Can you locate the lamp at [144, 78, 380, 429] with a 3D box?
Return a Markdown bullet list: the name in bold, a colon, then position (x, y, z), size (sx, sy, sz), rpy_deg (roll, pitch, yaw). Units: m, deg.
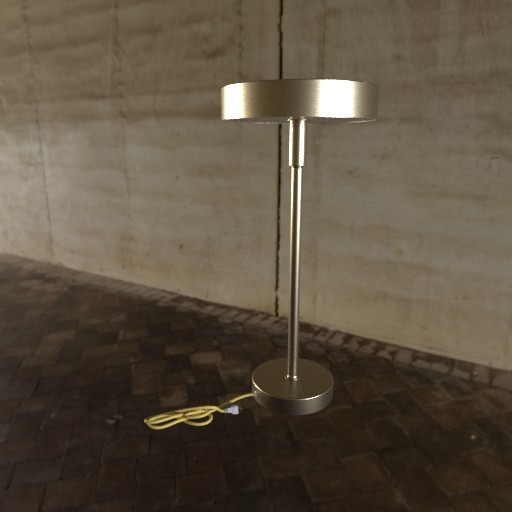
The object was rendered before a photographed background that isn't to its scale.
- **lamp**: position (0.000, 0.000, 0.683), size (0.369, 0.508, 0.229), rpy_deg (-7, 16, -25)
